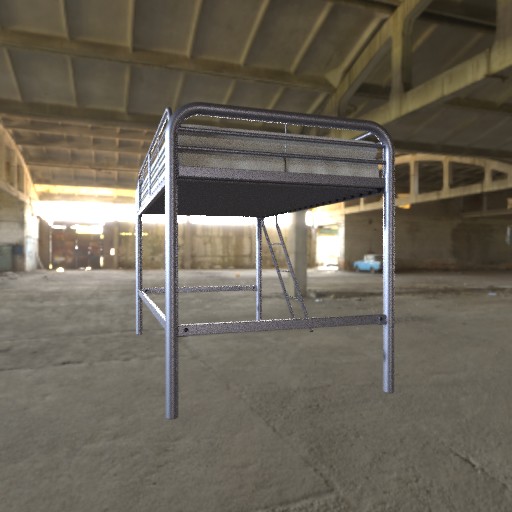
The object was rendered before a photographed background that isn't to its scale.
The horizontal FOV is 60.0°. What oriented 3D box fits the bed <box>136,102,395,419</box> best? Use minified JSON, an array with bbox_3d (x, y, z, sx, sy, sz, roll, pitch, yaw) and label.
[{"bbox_3d":[0.000,0.000,2.917,1.415,1.288,1.965,0,1,-19],"label":"bed"}]
